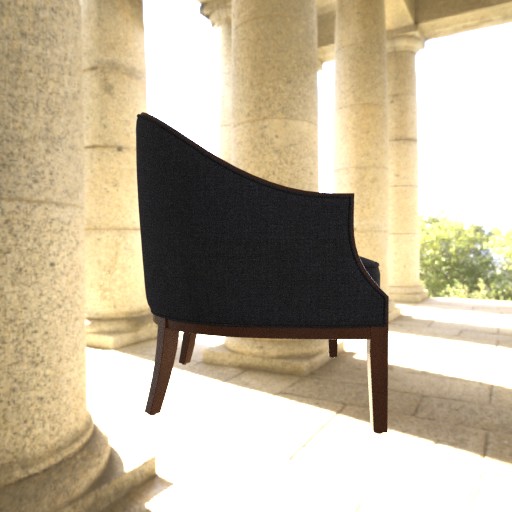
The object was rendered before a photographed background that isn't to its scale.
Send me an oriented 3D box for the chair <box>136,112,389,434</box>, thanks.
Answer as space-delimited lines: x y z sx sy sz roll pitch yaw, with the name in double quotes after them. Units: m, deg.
0.000 0.000 1.488 0.735 0.876 0.803 0 2 1 "chair"
